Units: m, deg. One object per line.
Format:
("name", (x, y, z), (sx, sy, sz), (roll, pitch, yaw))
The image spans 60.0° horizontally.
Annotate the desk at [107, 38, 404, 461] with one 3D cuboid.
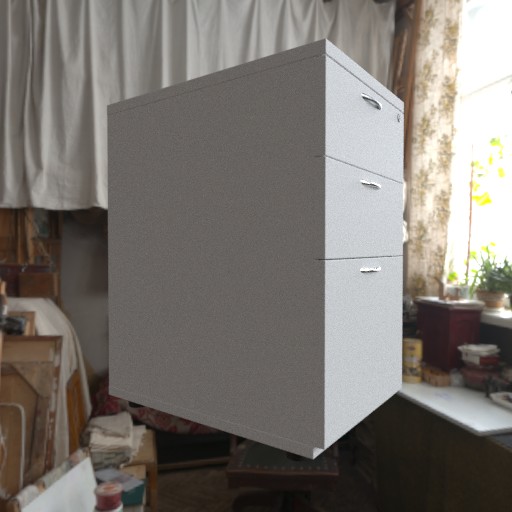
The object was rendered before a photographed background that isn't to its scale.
("desk", (0.000, 0.000, 1.068), (0.600, 0.730, 0.404), (1, 1, 36))
